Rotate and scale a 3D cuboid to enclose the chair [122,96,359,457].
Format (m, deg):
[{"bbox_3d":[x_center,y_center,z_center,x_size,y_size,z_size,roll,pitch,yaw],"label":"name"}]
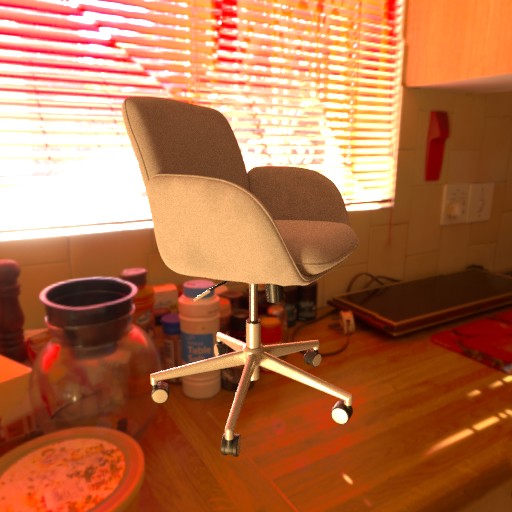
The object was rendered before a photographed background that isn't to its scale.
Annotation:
[{"bbox_3d":[0.000,0.000,1.376,0.654,0.959,0.648,7,15,28],"label":"chair"}]
